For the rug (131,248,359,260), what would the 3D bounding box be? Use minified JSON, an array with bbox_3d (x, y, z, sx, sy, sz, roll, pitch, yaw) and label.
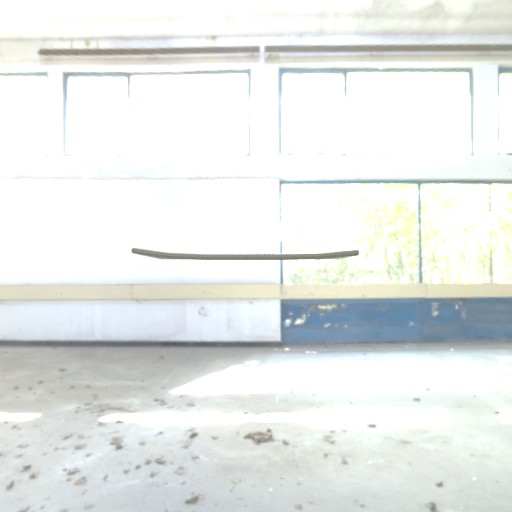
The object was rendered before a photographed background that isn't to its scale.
[{"bbox_3d":[0.000,0.000,2.659,0.752,0.051,2.452,0,0,2],"label":"rug"}]
